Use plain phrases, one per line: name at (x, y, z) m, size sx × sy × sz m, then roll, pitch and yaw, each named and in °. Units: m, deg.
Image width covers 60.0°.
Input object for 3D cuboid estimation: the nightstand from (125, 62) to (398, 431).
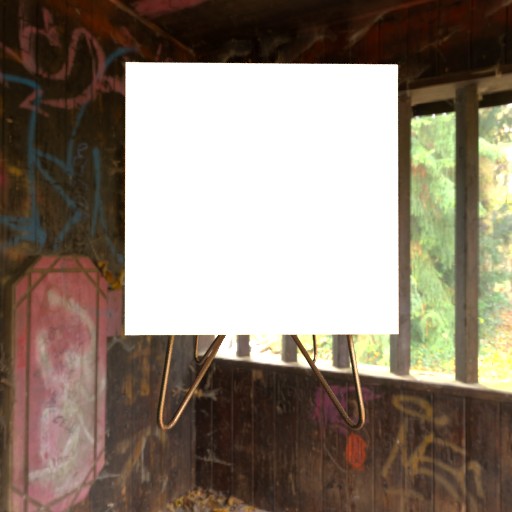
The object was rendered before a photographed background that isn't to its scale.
nightstand at (0.000, 0.000, 1.006) m, size 0.447 × 0.604 × 0.614 m, roll 0°, pitch -1°, yaw -1°
